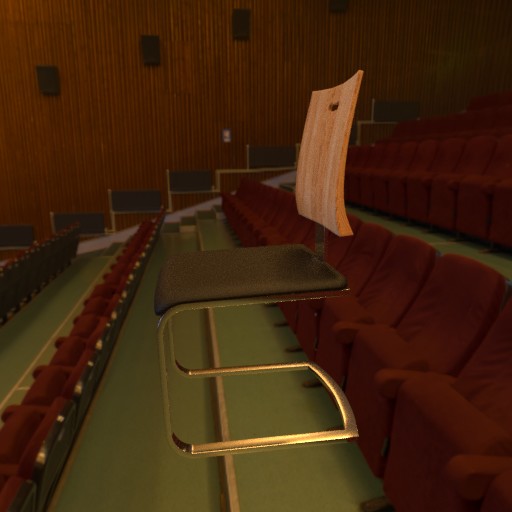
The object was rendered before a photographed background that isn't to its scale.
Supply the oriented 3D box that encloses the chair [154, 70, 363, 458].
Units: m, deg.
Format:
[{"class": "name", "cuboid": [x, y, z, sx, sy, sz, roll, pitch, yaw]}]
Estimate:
[{"class": "chair", "cuboid": [0.000, 0.000, 1.259, 0.560, 0.936, 0.462, -2, 14, -9]}]
